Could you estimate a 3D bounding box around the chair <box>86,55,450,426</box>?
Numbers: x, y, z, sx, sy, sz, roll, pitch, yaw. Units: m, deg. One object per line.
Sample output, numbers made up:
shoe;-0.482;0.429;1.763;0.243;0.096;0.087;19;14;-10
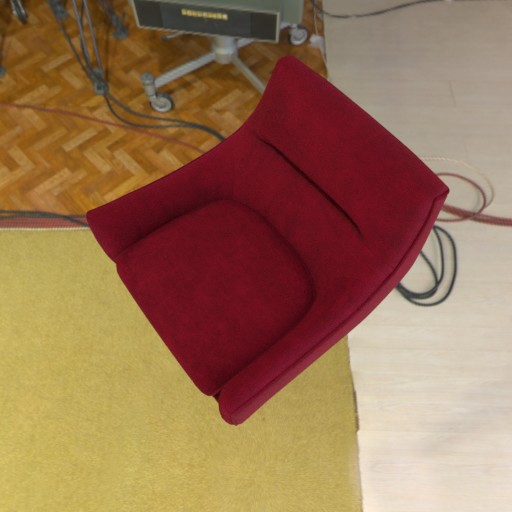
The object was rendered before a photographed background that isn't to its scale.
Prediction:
chair;0.000;0.000;1.449;0.787;0.838;0.762;-35;68;-16
